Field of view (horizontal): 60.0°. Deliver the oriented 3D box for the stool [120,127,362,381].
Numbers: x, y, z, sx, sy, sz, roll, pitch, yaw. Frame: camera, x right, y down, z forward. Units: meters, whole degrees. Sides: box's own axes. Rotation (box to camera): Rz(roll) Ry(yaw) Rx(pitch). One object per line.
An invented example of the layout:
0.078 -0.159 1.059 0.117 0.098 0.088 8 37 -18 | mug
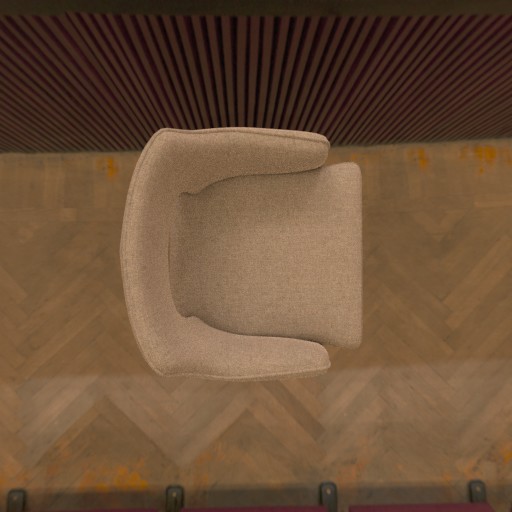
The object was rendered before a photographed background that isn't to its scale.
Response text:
0.000 0.000 1.309 0.558 0.944 0.599 0 89 -2 | stool
